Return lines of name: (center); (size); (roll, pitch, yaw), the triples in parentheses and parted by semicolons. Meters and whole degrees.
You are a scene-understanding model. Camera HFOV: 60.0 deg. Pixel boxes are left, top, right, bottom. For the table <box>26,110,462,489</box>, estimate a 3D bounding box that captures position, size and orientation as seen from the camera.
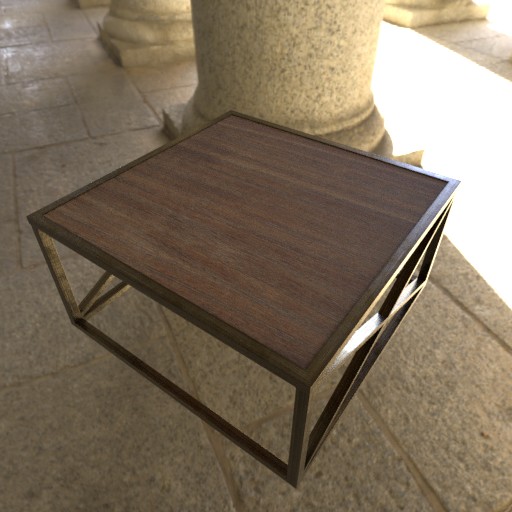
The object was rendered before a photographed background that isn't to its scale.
table: (0.000, 0.000, 1.436); (0.909, 0.451, 0.899); (26, 47, 27)
